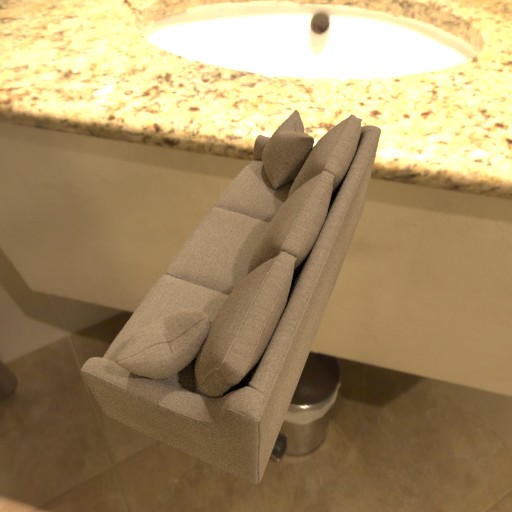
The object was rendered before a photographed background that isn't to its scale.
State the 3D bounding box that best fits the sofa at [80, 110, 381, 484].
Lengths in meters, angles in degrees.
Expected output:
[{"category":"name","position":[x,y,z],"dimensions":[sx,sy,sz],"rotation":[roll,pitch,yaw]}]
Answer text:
[{"category":"sofa","position":[0.000,0.000,2.477],"dimensions":[0.865,0.914,2.031],"rotation":[17,49,15]}]
